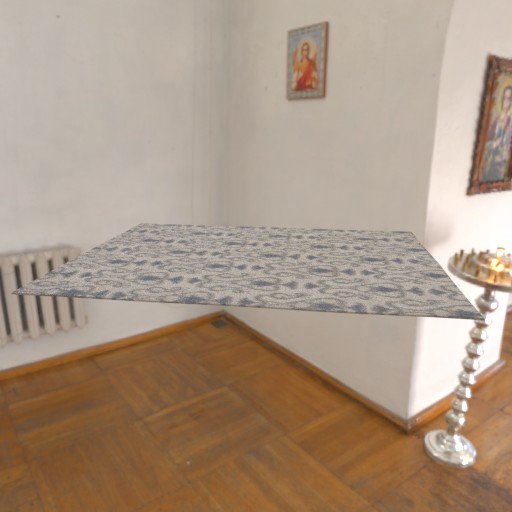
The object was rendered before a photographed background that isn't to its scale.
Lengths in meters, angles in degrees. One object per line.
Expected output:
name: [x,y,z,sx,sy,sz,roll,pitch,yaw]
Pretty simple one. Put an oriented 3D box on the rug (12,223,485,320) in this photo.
rug: [0.000,0.000,2.872,2.261,0.013,1.676,2,17,8]
